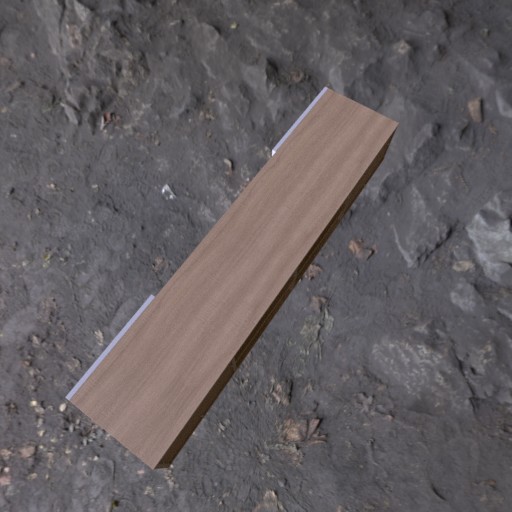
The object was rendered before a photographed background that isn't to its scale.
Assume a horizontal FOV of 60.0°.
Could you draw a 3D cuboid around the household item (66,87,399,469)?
[{"bbox_3d":[0.000,0.000,2.033,0.420,0.310,1.850,32,69,14],"label":"household item"}]
